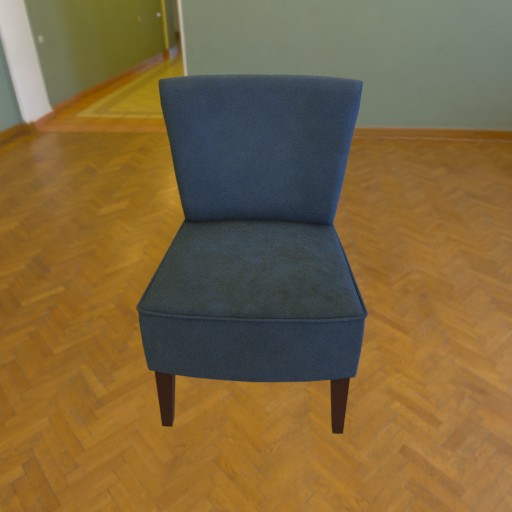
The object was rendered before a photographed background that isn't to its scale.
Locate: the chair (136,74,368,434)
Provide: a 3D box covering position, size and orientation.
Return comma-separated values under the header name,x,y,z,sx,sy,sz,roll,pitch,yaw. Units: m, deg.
name,x,y,z,sx,sy,sz,roll,pitch,yaw
chair,0.000,0.000,1.152,0.521,0.806,0.551,1,32,2
